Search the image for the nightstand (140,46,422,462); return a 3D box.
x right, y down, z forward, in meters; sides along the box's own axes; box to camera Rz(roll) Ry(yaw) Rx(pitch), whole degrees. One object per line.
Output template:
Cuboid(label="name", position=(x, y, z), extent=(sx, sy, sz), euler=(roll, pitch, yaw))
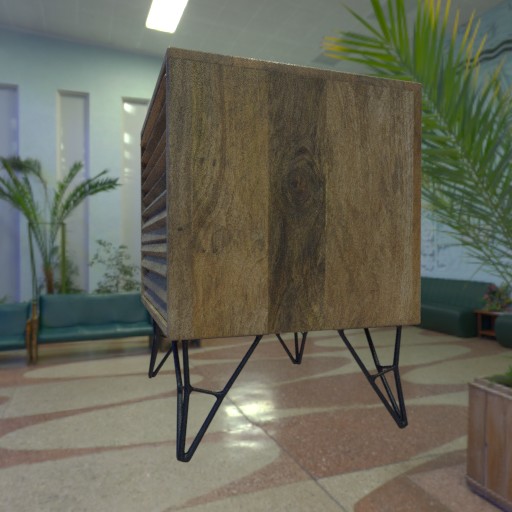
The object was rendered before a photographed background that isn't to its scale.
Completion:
Cuboid(label="nightstand", position=(0.000, 0.000, 0.863), extent=(0.406, 0.559, 0.457), euler=(0, 1, -19))
